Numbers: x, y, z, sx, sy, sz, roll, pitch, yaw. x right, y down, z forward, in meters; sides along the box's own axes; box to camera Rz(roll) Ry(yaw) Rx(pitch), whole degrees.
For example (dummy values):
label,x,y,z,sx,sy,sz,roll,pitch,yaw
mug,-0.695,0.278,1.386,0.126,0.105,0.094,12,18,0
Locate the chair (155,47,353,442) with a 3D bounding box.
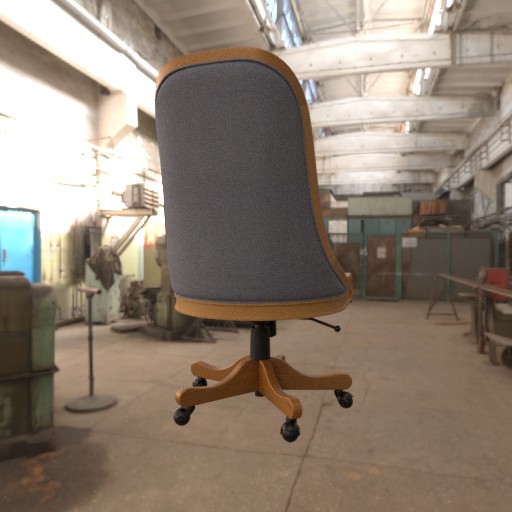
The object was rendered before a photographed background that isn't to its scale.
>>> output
label,x,y,z,sx,sy,sz,roll,pitch,yaw
chair,0.000,0.000,1.453,0.605,1.031,0.735,0,0,17
